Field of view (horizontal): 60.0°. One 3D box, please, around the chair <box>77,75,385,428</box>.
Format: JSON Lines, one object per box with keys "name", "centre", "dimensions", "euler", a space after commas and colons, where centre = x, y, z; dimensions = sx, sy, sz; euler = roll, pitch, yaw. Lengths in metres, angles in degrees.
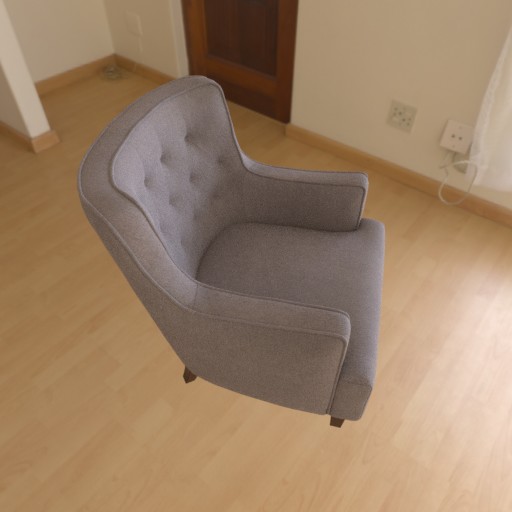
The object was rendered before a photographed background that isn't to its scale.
{"name": "chair", "centre": [0.000, 0.000, 1.548], "dimensions": [0.910, 0.919, 0.781], "euler": [10, 47, 10]}
